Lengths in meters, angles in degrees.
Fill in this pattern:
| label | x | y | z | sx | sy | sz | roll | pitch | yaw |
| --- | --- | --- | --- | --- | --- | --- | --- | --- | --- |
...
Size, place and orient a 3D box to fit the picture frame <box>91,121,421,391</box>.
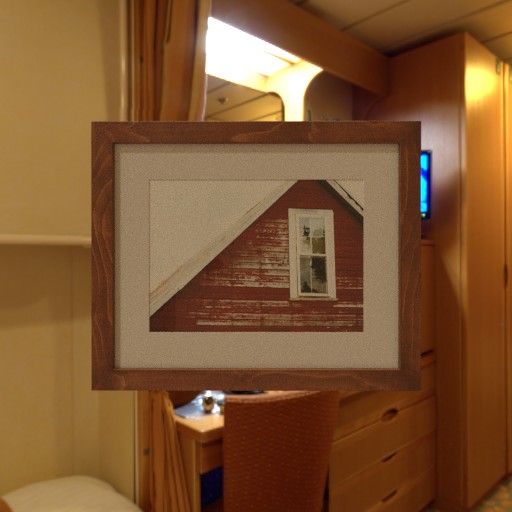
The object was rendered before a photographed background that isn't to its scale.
| label | x | y | z | sx | sy | sz | roll | pitch | yaw |
| --- | --- | --- | --- | --- | --- | --- | --- | --- | --- |
| picture frame | 0.000 | 0.000 | 0.764 | 0.559 | 0.457 | 0.025 | 0 | 0 | 0 |
